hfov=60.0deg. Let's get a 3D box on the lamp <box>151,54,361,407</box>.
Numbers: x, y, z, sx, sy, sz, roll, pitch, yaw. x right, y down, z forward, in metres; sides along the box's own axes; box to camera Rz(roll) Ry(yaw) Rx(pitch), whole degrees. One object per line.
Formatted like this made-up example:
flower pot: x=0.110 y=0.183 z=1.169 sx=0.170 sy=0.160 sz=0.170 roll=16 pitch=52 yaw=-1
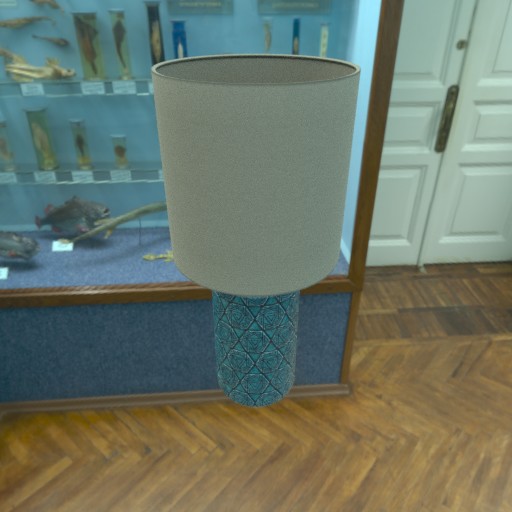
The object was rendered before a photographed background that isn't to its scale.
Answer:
lamp: x=0.000 y=0.000 z=0.751 sx=0.278 sy=0.597 sz=0.278 roll=-1 pitch=31 yaw=-2
